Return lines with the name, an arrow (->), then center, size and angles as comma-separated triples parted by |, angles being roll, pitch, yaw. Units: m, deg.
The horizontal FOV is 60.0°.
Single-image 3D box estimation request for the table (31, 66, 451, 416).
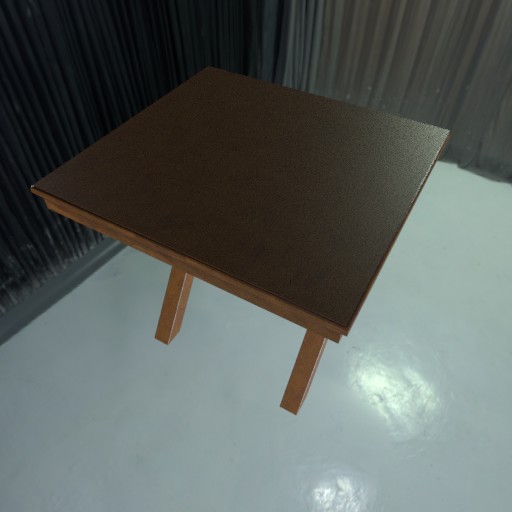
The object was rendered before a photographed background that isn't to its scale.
table -> 0.000, 0.000, 1.050 | 0.602, 0.562, 0.560 | 23, 51, 20
